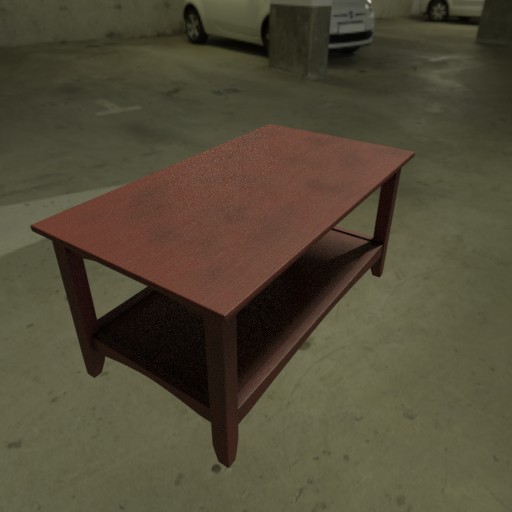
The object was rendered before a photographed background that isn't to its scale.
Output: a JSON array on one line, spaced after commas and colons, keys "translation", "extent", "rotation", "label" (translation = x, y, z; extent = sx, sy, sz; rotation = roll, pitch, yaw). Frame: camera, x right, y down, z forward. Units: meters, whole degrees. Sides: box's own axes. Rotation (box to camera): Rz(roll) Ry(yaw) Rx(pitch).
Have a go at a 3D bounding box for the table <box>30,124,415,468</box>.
[{"translation": [0.000, 0.000, 1.274], "extent": [0.533, 0.456, 0.943], "rotation": [20, 38, 29], "label": "table"}]
